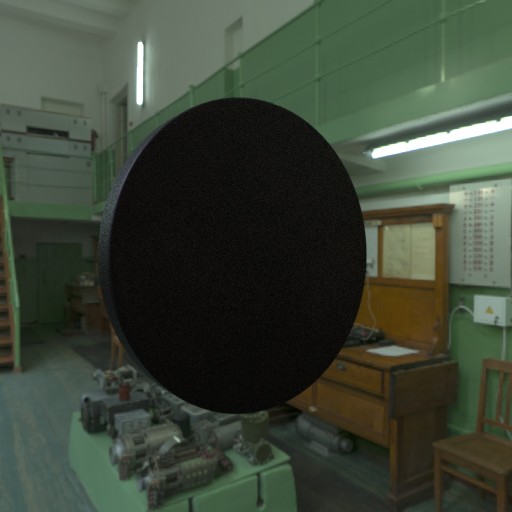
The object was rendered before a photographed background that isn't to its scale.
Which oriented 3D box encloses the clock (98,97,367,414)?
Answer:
[{"bbox_3d":[0.000,0.000,0.458,0.314,0.314,0.029,0,1,-36],"label":"clock"}]
